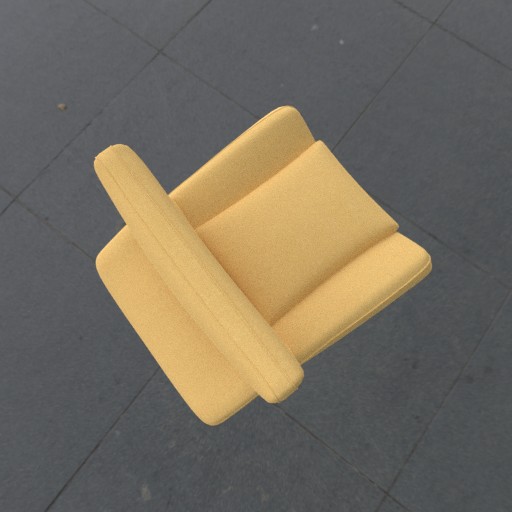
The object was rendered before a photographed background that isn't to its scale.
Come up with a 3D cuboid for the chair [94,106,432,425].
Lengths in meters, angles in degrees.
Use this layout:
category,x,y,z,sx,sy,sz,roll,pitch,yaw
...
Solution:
category,x,y,z,sx,sy,sz,roll,pitch,yaw
chair,0.000,0.000,1.597,1.008,0.855,0.859,-37,77,-10
